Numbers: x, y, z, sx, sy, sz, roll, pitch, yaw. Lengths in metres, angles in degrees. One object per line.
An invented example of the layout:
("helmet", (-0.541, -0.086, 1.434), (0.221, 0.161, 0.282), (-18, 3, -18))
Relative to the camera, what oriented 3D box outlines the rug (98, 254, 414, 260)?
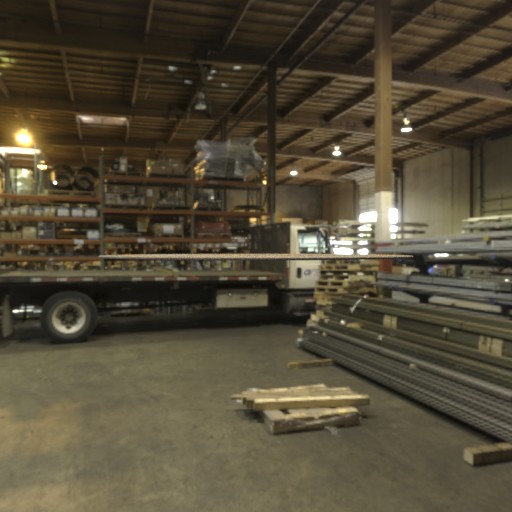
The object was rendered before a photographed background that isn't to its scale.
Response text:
("rug", (0.000, 0.000, 2.385), (1.598, 0.010, 1.598), (0, 1, 0))
